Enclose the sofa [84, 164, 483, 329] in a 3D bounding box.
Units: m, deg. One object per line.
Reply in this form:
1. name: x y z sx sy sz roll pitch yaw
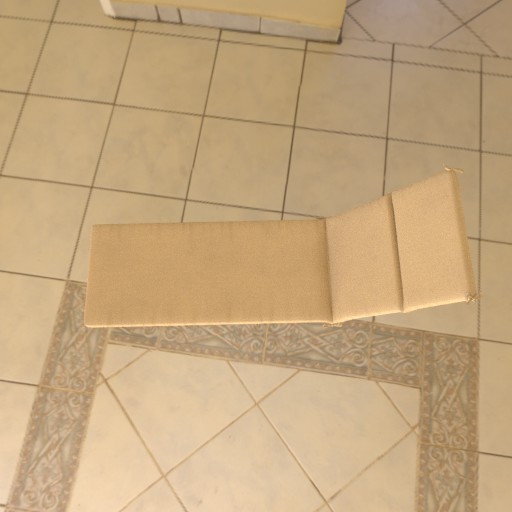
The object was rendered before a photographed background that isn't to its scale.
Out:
1. sofa: 0.000 0.000 1.949 1.663 0.622 0.582 -1 74 0
